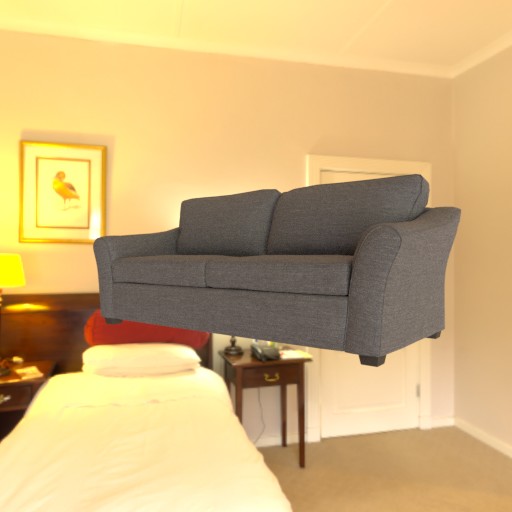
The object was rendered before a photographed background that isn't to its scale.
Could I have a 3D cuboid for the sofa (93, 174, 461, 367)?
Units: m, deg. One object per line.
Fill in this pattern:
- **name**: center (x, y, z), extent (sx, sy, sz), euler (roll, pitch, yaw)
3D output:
- **sofa**: center (0.000, 0.000, 2.845), extent (2.270, 0.950, 0.971), euler (0, 0, 38)
